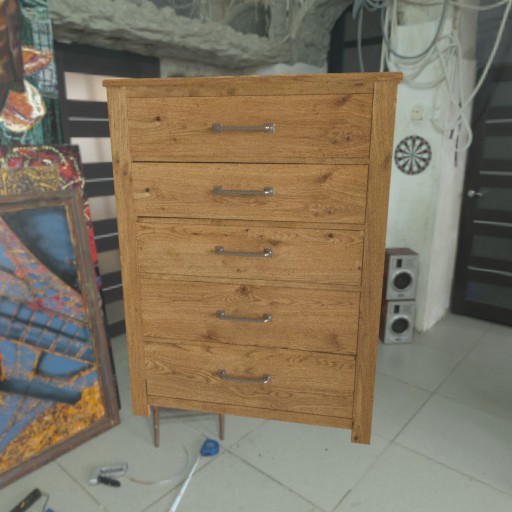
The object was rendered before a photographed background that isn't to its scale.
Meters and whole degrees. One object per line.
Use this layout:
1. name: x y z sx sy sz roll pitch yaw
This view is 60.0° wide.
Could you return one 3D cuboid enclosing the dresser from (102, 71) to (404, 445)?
1. dresser: 0.000 0.000 1.961 1.081 1.431 0.558 3 15 11
